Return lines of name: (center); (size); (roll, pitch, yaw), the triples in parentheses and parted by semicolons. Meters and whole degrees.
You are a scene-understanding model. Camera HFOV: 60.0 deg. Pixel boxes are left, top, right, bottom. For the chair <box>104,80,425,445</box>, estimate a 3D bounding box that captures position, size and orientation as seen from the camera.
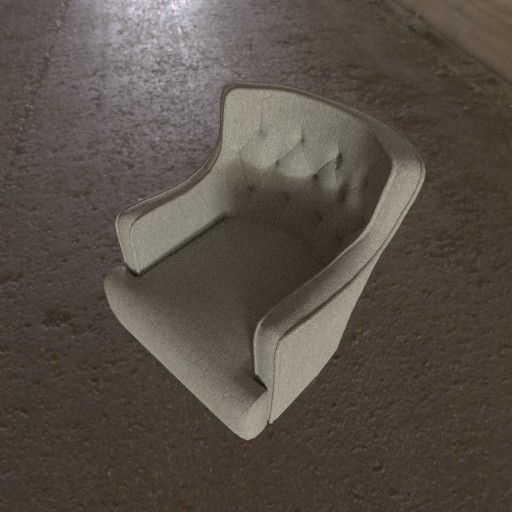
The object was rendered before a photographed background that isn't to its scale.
chair: (0.000, 0.000, 1.621); (0.820, 0.920, 0.910); (34, 55, 28)
